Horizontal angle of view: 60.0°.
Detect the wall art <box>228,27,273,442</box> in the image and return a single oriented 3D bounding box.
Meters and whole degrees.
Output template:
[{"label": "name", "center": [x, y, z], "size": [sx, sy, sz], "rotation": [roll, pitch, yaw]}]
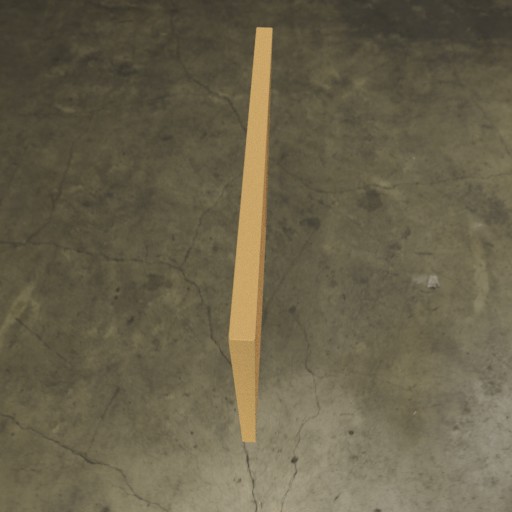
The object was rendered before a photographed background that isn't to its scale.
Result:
[{"label": "wall art", "center": [0.000, 0.000, 1.134], "size": [0.037, 0.761, 0.761], "rotation": [2, 58, 2]}]
